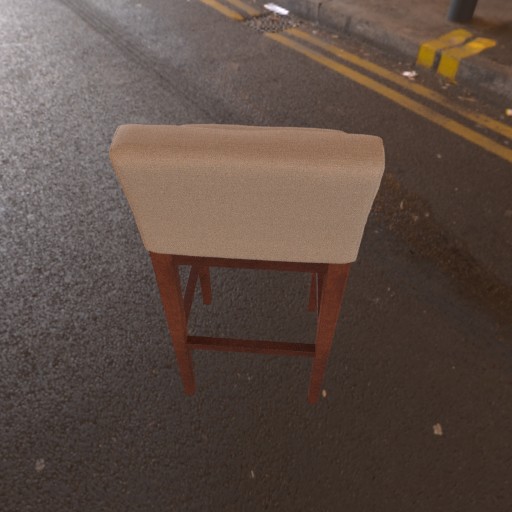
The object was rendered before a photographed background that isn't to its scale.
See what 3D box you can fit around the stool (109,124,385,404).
[{"bbox_3d":[0.000,0.000,1.312,0.511,1.037,0.500,3,47,3],"label":"stool"}]
